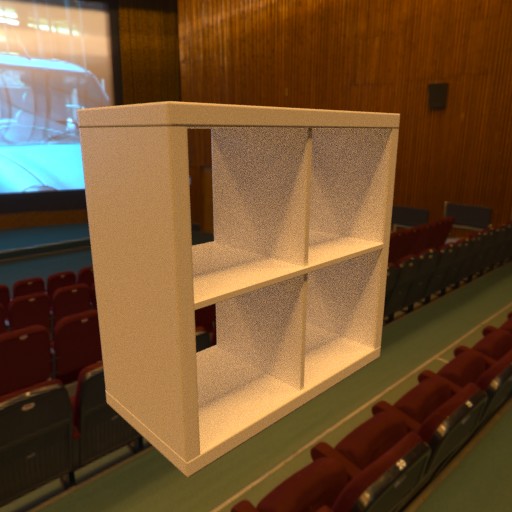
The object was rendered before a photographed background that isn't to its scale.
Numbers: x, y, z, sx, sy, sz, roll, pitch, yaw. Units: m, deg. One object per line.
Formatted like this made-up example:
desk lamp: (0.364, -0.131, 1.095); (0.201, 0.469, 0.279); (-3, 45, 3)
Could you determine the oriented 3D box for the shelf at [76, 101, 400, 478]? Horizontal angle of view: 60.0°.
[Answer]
shelf: (0.000, 0.000, 1.270); (0.790, 0.786, 0.390); (-14, 21, -42)
